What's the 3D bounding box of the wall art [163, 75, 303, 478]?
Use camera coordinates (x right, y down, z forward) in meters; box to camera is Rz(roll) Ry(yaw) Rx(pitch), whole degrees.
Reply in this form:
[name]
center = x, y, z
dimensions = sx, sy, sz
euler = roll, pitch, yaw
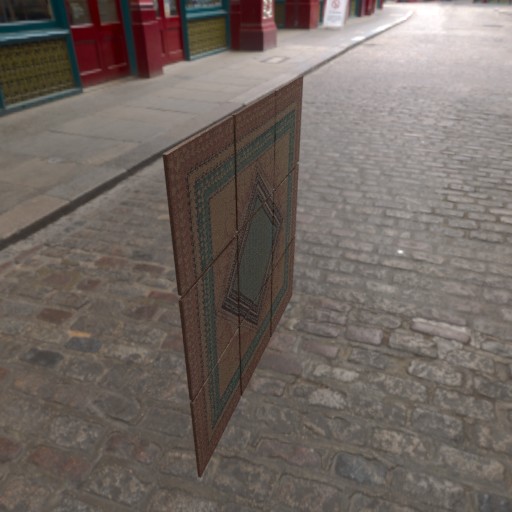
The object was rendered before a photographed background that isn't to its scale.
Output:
[wall art]
center = 0.000, 0.000, 2.273
dimensions = 0.014, 1.525, 1.527
euler = 11, 32, 17
